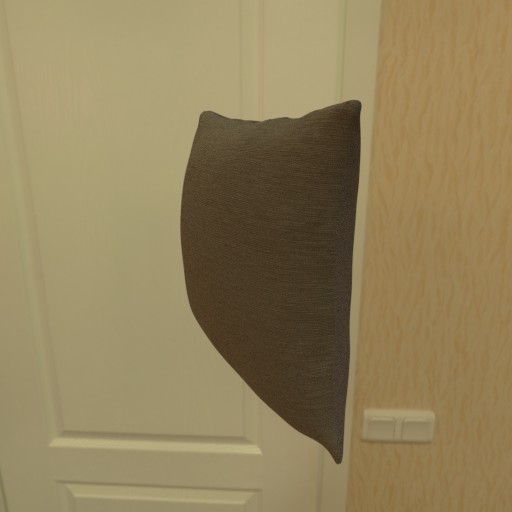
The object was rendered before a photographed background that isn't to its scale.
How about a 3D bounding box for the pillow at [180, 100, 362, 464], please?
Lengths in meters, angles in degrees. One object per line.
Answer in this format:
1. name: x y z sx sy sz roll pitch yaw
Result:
1. pillow: 0.000 0.000 0.683 0.204 0.439 0.452 -8 18 -25
